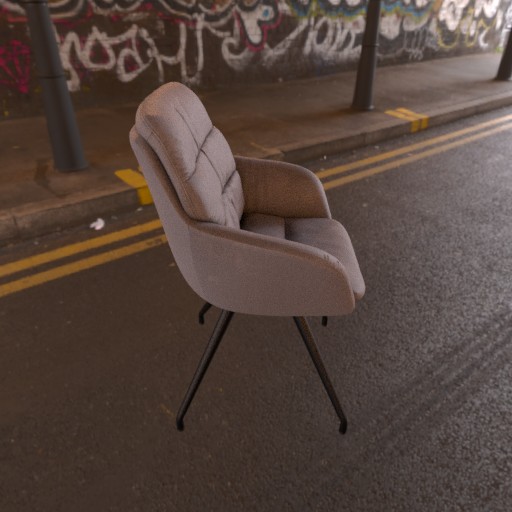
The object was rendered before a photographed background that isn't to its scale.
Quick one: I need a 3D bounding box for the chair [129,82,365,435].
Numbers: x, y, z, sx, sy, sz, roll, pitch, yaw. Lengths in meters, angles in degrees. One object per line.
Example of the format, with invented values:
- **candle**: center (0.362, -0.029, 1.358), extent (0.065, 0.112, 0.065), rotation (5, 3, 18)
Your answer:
- **chair**: center (0.000, 0.000, 1.261), extent (0.569, 0.888, 0.579), rotation (1, 31, 1)
